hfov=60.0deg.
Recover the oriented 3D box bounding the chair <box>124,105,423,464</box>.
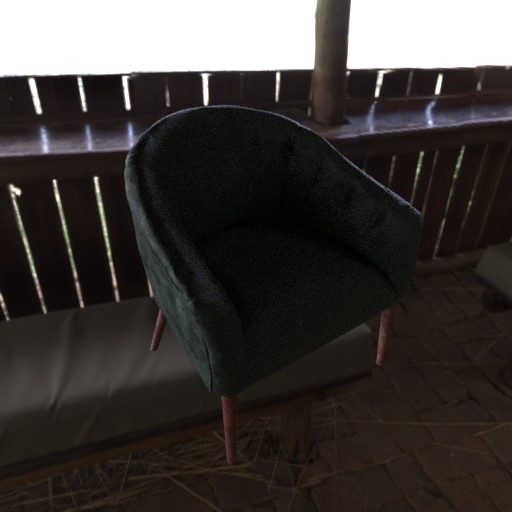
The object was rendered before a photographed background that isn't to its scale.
[{"bbox_3d":[0.000,0.000,1.539,0.851,0.885,0.776,-21,37,-31],"label":"chair"}]
